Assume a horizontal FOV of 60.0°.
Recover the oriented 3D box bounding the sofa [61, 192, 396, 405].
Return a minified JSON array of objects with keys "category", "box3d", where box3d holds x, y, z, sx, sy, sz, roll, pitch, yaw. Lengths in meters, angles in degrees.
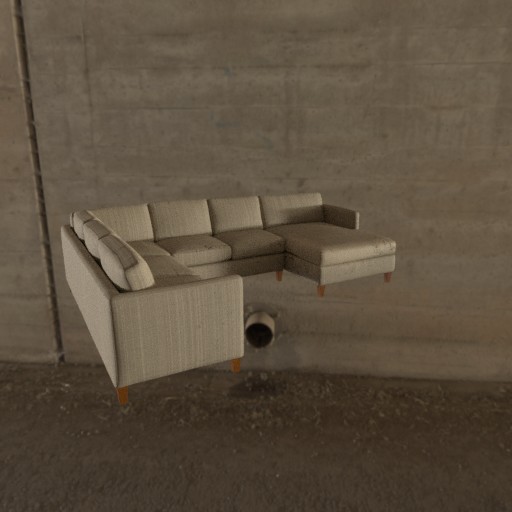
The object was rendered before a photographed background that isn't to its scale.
[{"category":"sofa","box3d":[0.000,0.000,4.589,3.460,0.961,2.594,-8,18,-28]}]
